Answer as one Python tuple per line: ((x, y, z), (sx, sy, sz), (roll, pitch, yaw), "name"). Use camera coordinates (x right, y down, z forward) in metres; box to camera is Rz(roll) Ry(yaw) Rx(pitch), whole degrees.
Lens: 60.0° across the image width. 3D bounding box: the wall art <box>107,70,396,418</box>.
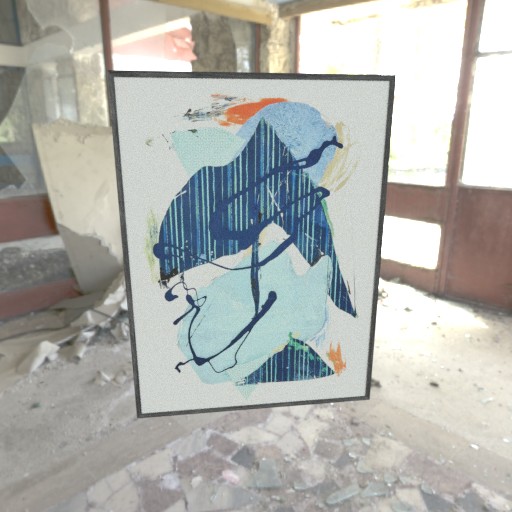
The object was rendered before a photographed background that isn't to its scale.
((0.000, 0.000, 1.329), (0.762, 1.016, 0.063), (-2, 16, -7), "wall art")
